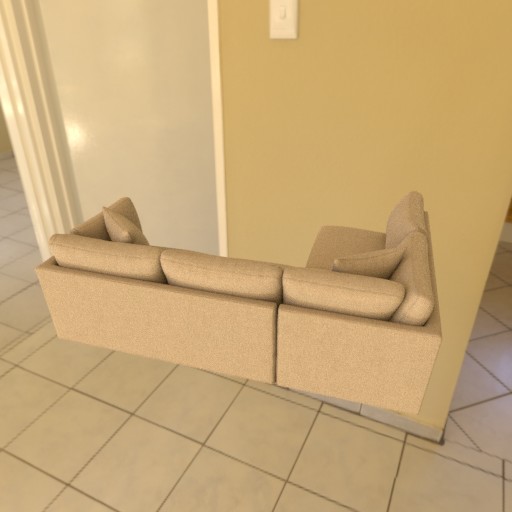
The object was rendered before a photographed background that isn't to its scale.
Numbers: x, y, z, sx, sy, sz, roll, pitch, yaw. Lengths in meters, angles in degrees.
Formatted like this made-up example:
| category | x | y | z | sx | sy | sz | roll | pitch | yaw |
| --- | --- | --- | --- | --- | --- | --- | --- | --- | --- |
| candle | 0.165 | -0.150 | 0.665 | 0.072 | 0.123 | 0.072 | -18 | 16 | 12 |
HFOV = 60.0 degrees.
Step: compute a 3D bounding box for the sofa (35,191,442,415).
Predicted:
| category | x | y | z | sx | sy | sz | roll | pitch | yaw |
| --- | --- | --- | --- | --- | --- | --- | --- | --- | --- |
| sofa | 0.000 | 0.000 | 3.901 | 2.896 | 0.978 | 1.994 | 8 | 30 | 14 |
